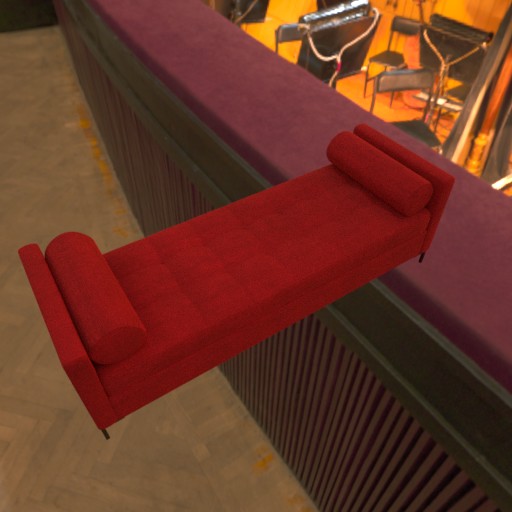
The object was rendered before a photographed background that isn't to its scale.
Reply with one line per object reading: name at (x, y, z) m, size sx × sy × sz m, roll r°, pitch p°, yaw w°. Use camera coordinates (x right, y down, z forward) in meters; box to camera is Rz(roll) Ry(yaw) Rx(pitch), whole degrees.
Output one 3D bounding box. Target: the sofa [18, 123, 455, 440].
sofa at (0.000, 0.000, 2.264) m, size 1.981 × 0.635 × 0.686 m, roll -25°, pitch 50°, yaw -23°
